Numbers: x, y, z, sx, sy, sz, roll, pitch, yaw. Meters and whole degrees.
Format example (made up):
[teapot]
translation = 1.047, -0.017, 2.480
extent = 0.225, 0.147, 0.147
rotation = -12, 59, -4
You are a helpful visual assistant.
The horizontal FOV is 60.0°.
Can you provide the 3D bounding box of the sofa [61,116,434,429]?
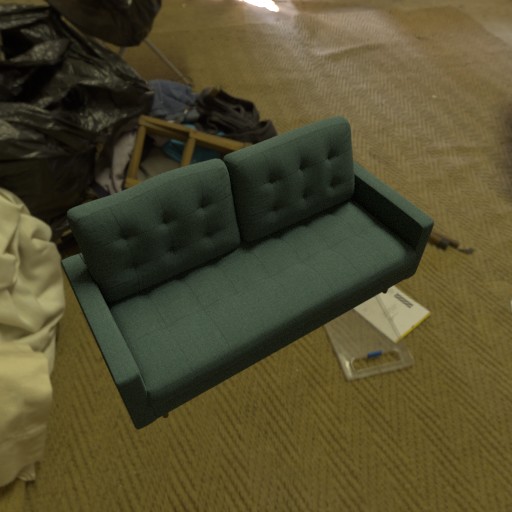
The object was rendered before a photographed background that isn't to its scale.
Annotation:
[sofa]
translation = 0.000, 0.000, 2.655
extent = 2.010, 1.050, 0.966
rotation = -25, 51, -22
